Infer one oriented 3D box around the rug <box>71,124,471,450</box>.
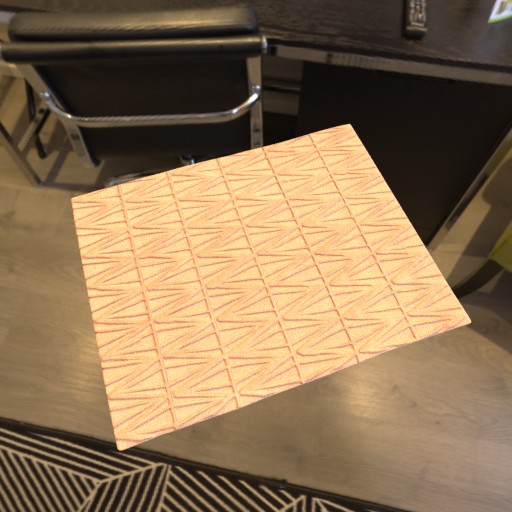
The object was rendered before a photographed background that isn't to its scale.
[{"bbox_3d":[0.000,0.000,4.090,3.052,0.043,2.453,-17,63,-9],"label":"rug"}]
